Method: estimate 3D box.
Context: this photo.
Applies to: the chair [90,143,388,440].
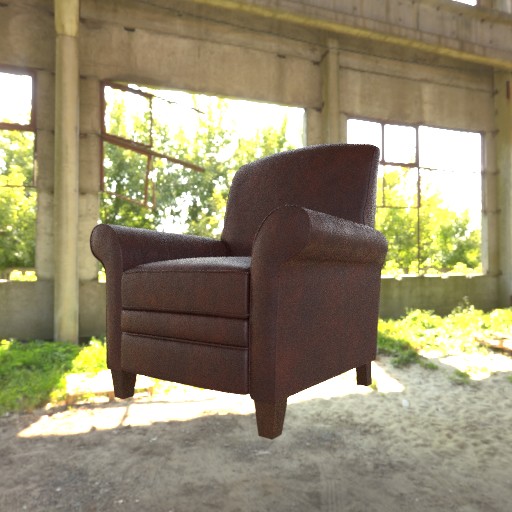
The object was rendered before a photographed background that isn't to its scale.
[{"bbox_3d":[0.000,0.000,1.794,0.978,1.061,0.902,-1,-2,36],"label":"chair"}]
